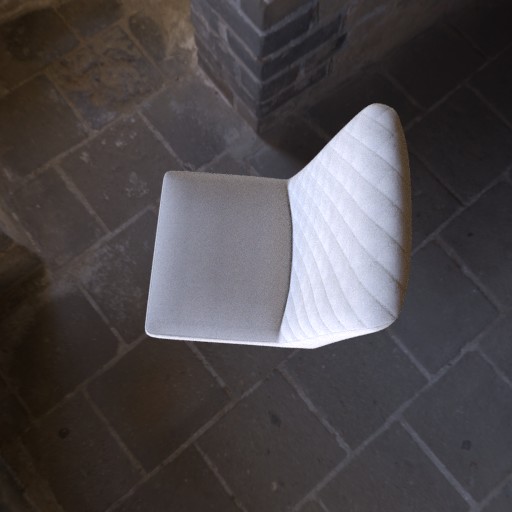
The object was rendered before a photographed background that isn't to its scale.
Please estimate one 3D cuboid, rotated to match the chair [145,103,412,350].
[{"bbox_3d":[0.000,0.000,1.289,0.597,0.933,0.503,4,76,1],"label":"chair"}]
